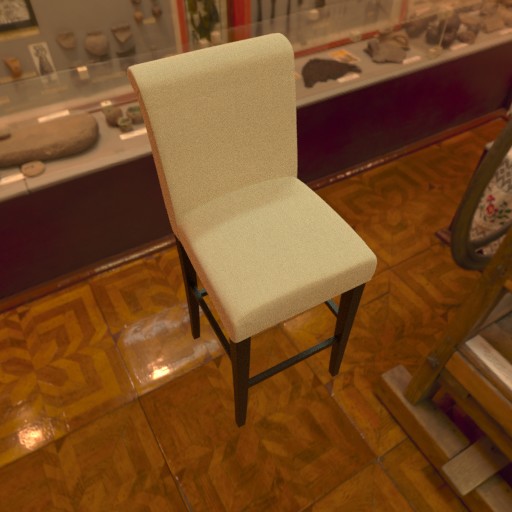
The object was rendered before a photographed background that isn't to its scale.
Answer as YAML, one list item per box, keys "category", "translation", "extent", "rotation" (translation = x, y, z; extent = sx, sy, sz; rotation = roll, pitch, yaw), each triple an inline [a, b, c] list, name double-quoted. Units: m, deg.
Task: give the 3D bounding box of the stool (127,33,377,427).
- category: "stool"
  translation: [0.000, 0.000, 1.434]
  extent: [0.452, 1.124, 0.597]
  rotation: [-22, 52, -19]
